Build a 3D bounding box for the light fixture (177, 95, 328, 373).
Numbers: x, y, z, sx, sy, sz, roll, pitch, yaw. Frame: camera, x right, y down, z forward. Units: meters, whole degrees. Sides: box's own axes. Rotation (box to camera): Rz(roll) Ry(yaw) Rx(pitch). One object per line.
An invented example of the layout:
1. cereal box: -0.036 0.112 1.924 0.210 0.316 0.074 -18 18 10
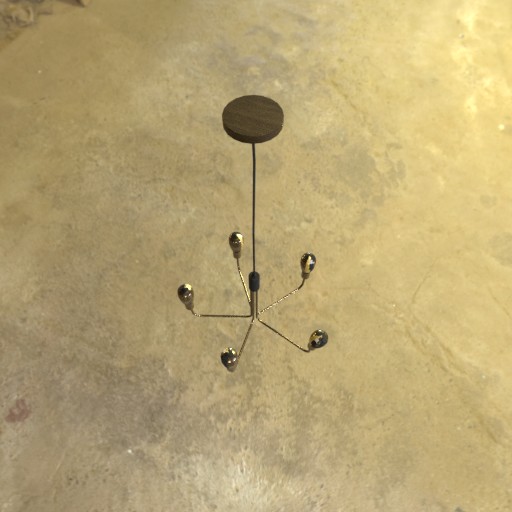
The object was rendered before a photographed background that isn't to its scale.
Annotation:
1. light fixture: 0.000 0.000 1.395 0.588 1.059 0.532 17 59 10
